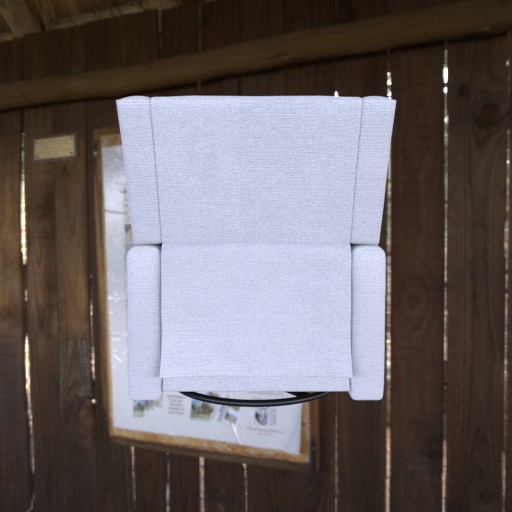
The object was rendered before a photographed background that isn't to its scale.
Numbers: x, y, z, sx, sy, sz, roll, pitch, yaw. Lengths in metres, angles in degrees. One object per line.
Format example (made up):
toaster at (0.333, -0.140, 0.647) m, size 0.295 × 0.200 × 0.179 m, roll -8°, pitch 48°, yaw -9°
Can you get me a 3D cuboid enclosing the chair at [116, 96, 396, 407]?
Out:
chair at (0.000, 0.000, 1.654) m, size 0.906 × 0.966 × 0.854 m, roll 0°, pitch 1°, yaw 0°
